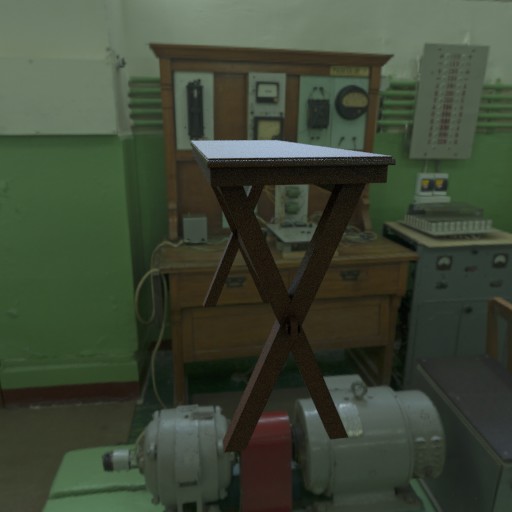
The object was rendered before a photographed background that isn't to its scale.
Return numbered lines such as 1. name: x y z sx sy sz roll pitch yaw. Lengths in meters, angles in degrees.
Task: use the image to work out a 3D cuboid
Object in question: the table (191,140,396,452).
1. table: 0.000 0.000 1.580 0.399 0.763 1.197 -3 16 -9
